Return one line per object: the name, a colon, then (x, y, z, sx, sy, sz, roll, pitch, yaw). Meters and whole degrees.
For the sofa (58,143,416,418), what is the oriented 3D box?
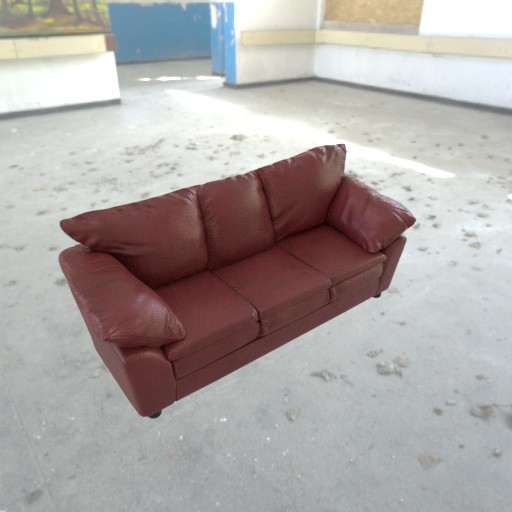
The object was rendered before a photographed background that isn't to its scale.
sofa: (0.000, 0.000, 2.996, 2.390, 1.091, 0.907, -21, 36, -32)
